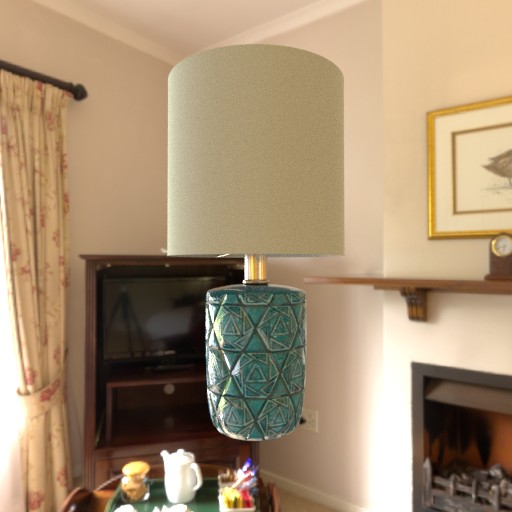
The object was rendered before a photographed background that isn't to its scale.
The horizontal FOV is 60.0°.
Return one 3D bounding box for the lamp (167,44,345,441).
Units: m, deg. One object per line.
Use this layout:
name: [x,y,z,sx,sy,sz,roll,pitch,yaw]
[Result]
lamp: [0.000,0.000,0.491,0.193,0.377,0.193,0,-1,-1]
